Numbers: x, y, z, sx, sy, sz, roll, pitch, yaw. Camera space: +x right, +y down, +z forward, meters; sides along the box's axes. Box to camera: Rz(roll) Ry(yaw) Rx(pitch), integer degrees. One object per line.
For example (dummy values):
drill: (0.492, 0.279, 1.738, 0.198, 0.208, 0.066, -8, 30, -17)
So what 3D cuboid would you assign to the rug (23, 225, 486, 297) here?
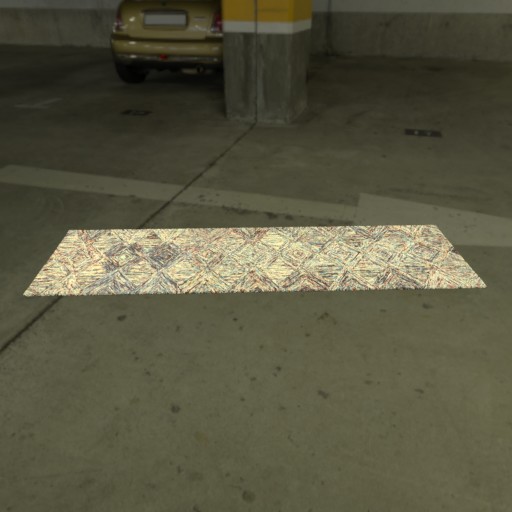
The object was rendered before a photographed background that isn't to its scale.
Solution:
rug: (0.000, 0.000, 2.477, 2.292, 0.015, 0.688, -1, 31, -2)
